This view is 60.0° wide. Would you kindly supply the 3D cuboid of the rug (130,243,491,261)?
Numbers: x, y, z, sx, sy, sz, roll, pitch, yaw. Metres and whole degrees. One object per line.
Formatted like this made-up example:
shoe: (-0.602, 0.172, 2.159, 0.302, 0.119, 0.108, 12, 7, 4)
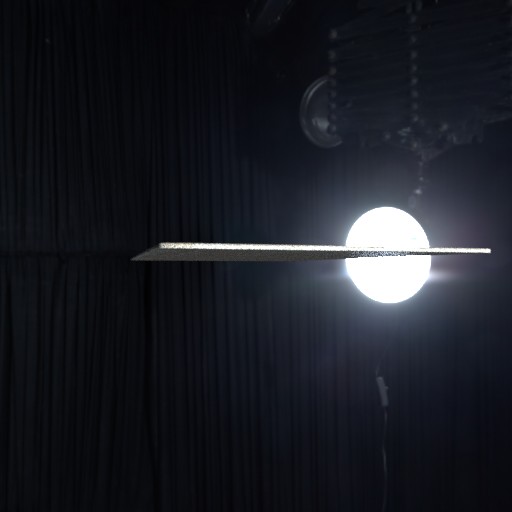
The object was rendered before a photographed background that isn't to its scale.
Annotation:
rug: (0.000, 0.000, 2.985, 1.539, 0.024, 2.469, 1, -2, -18)
